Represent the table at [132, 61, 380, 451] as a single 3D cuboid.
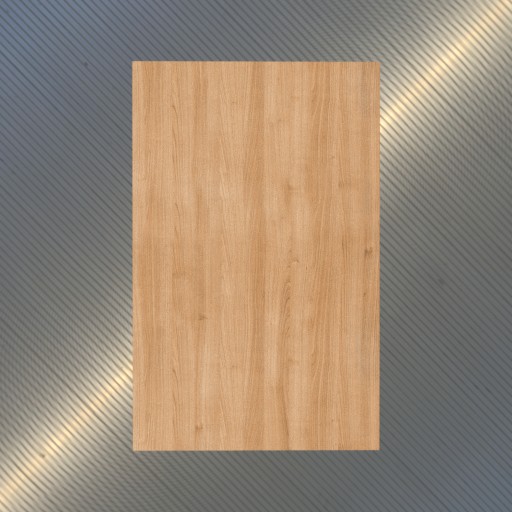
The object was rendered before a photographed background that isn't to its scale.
[{"bbox_3d":[0.000,0.000,1.473,0.700,0.440,1.100,0,90,0],"label":"table"}]
